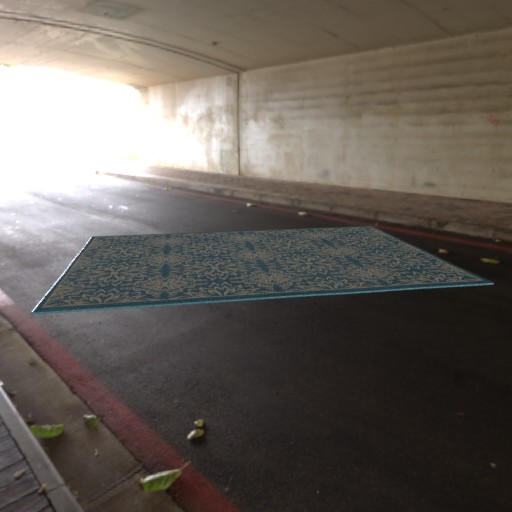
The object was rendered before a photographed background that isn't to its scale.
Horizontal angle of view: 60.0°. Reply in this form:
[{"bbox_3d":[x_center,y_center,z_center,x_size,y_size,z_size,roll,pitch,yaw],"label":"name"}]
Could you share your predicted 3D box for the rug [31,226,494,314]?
[{"bbox_3d":[0.000,0.000,2.295,1.833,0.012,1.211,-3,16,-10],"label":"rug"}]
